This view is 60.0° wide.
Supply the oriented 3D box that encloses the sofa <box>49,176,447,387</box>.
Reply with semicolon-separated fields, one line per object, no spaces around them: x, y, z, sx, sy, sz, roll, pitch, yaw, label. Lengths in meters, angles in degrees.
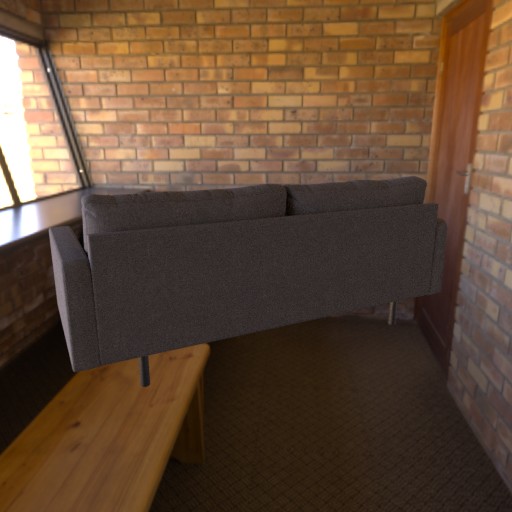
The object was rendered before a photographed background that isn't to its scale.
0.000;0.000;2.552;2.100;0.880;0.880;-8;17;-26;sofa
